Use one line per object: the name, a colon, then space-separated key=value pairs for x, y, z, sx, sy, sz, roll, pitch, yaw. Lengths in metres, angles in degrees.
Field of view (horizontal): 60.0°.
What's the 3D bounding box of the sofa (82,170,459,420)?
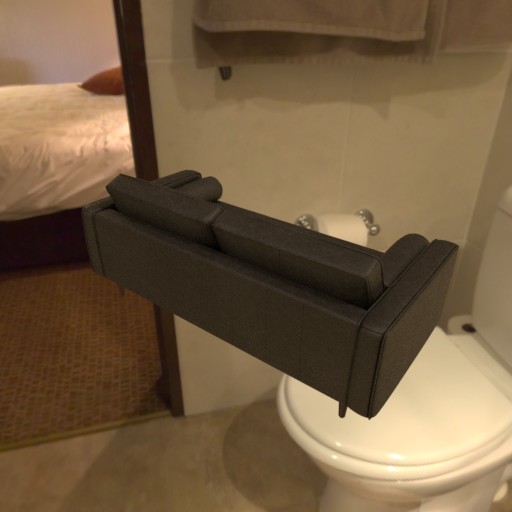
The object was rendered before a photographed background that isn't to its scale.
sofa: x=0.000 y=0.000 z=2.441 sx=1.879 sy=0.770 sz=0.921 roll=21 pitch=36 yaw=32
